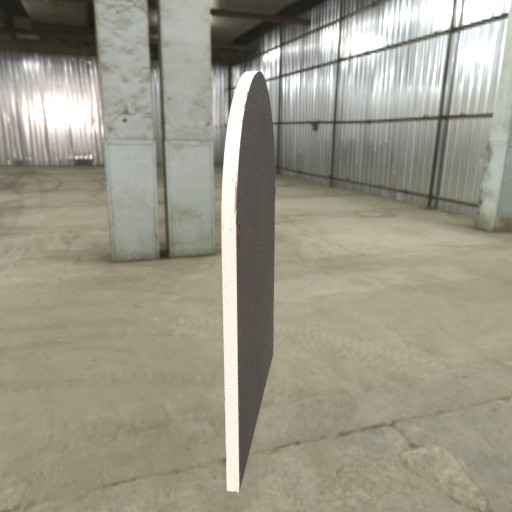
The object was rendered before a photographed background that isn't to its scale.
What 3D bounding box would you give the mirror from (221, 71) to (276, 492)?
[{"bbox_3d":[0.000,0.000,1.190,0.032,0.920,0.660,2,15,8],"label":"mirror"}]
